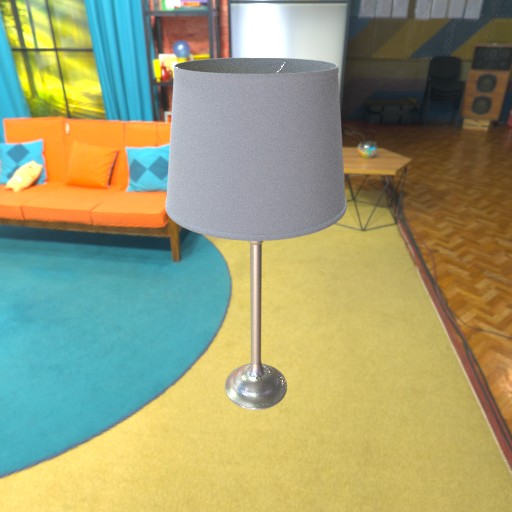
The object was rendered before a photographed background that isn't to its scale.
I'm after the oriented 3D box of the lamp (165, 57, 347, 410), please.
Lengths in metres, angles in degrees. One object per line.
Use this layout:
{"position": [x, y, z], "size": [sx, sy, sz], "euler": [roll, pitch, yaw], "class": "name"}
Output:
{"position": [0.000, 0.000, 0.877], "size": [0.331, 0.698, 0.331], "euler": [0, 29, 0], "class": "lamp"}
